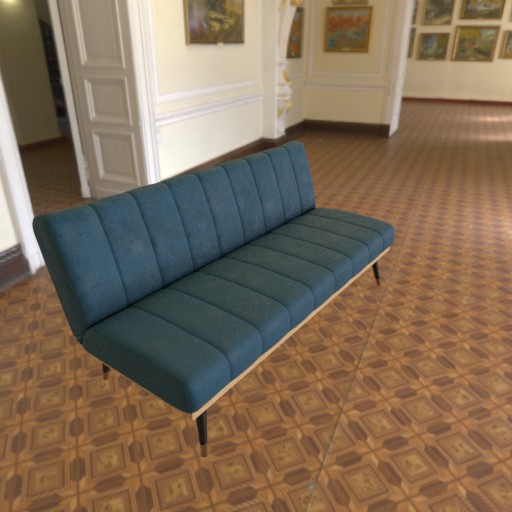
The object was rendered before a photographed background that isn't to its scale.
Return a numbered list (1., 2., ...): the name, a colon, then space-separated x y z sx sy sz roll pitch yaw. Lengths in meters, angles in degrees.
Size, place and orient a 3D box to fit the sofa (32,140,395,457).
1. sofa: 0.000 0.000 2.295 0.830 0.825 1.810 18 31 33
